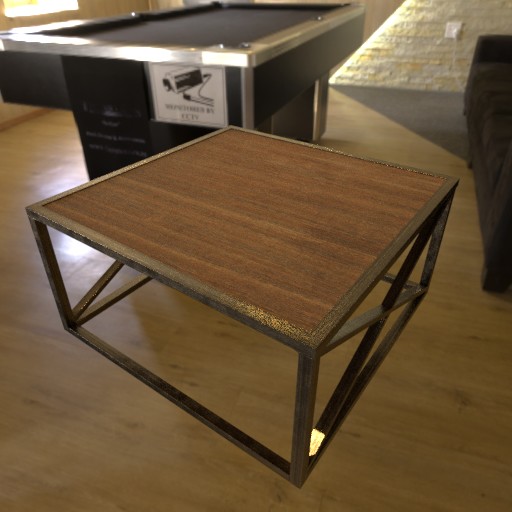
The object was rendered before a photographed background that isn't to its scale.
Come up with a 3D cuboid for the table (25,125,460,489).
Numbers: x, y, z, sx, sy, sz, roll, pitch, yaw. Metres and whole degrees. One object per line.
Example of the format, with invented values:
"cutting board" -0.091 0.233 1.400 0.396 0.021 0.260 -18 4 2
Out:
"table" 0.000 0.000 1.416 0.909 0.451 0.899 22 39 29
